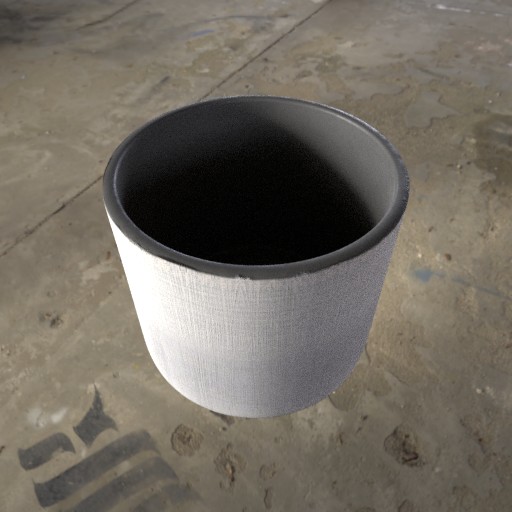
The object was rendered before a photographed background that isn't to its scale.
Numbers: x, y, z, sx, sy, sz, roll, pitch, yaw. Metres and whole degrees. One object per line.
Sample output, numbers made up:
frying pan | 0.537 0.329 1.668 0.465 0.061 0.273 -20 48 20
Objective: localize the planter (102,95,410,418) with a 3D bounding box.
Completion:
planter | 0.000 0.000 0.446 0.254 0.221 0.254 0 46 0
